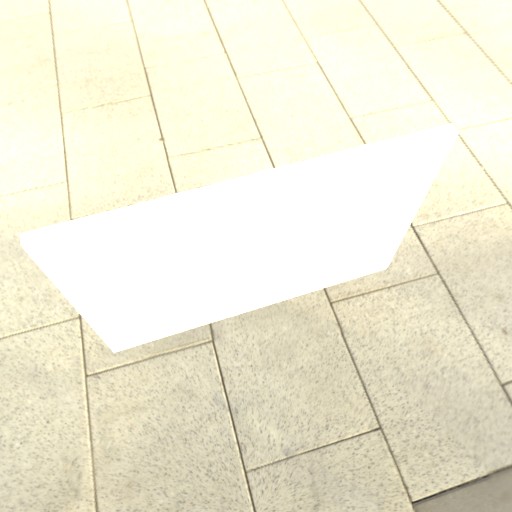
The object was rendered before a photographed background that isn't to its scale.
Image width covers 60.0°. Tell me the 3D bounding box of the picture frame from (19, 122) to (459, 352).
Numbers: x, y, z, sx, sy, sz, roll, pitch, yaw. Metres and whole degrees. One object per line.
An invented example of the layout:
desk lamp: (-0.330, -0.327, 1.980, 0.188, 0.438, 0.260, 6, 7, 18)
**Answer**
picture frame: (0.000, 0.000, 1.199, 0.950, 0.640, 0.029, -16, 61, -9)
